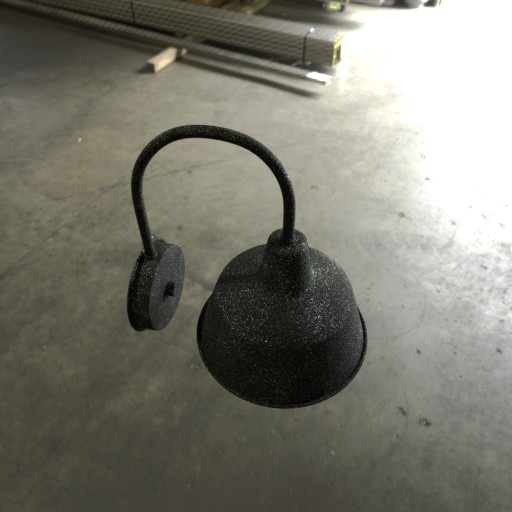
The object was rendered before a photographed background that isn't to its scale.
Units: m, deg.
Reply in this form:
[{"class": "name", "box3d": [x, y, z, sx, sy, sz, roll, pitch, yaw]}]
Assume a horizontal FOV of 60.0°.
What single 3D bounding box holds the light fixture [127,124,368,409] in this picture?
[{"class": "light fixture", "box3d": [0.000, 0.000, 0.483, 0.283, 0.300, 0.216, 11, 47, 10]}]
